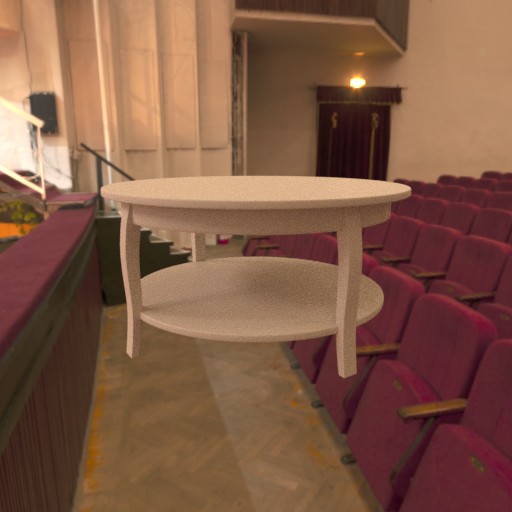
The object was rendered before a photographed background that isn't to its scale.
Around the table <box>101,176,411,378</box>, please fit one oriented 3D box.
[{"bbox_3d":[0.000,0.000,1.425,0.910,0.457,0.910,0,13,0],"label":"table"}]
